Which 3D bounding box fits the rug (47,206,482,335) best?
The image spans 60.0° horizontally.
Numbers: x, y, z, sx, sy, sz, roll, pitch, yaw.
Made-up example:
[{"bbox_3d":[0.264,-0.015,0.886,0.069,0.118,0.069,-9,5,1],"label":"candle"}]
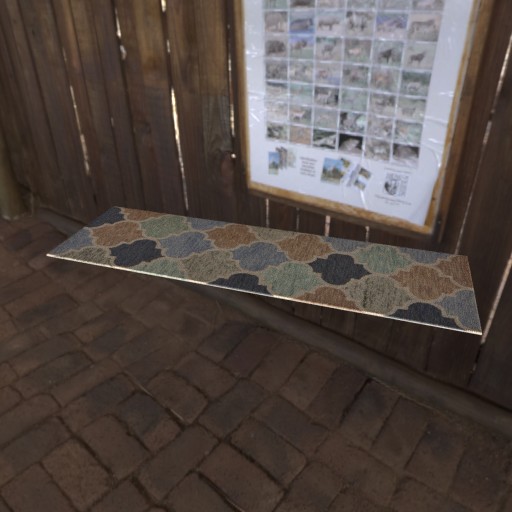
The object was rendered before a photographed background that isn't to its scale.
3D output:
[{"bbox_3d":[0.000,0.000,2.513,2.287,0.011,0.687,9,32,15],"label":"rug"}]
